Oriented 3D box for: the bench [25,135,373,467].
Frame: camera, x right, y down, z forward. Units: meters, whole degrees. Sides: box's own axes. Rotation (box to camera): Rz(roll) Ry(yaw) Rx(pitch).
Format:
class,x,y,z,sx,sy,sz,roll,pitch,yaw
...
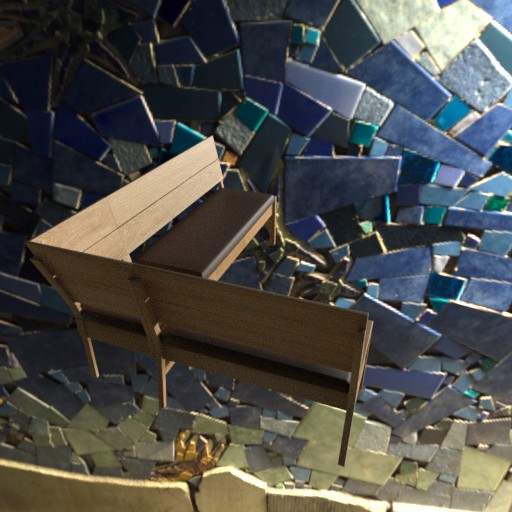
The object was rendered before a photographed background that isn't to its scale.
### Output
class,x,y,z,sx,sy,sz,roll,pitch,yaw
bench,0.000,0.000,2.792,1.549,0.890,1.975,10,32,17
